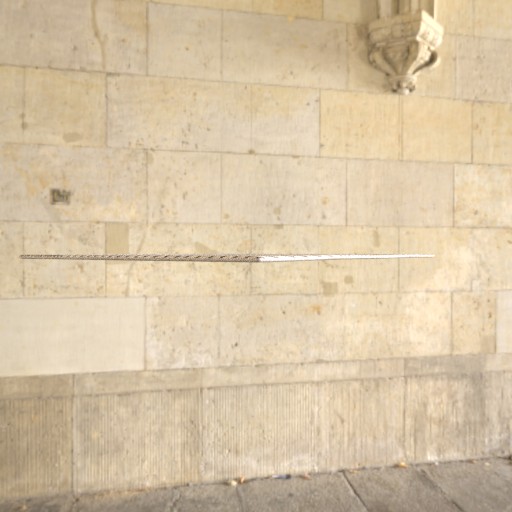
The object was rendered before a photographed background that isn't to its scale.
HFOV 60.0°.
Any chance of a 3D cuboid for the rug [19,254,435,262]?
[{"bbox_3d":[0.000,0.000,3.159,1.829,0.028,2.449,0,1,36],"label":"rug"}]
